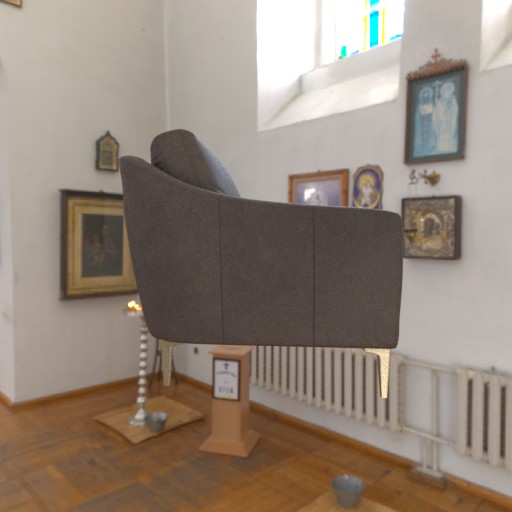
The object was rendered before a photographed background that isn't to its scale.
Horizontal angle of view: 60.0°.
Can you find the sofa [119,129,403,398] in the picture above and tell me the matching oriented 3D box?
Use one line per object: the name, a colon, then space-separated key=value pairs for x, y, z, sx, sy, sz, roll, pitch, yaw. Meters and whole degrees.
sofa: x=0.000 y=0.000 z=2.176 sx=0.960 sy=0.902 sz=1.619 roll=0 pitch=0 yaw=1
